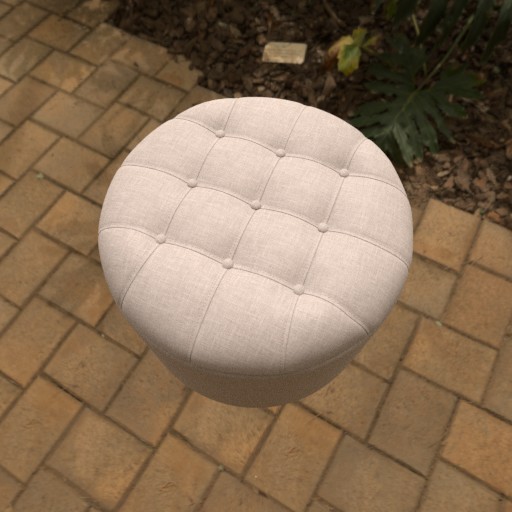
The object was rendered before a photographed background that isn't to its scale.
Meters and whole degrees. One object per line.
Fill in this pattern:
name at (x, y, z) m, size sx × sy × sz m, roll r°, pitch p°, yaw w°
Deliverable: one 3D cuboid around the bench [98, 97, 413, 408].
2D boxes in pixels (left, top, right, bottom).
bench at (0.000, 0.000, 0.991) m, size 0.600 × 0.453 × 0.600 m, roll 0°, pitch 64°, yaw 0°
